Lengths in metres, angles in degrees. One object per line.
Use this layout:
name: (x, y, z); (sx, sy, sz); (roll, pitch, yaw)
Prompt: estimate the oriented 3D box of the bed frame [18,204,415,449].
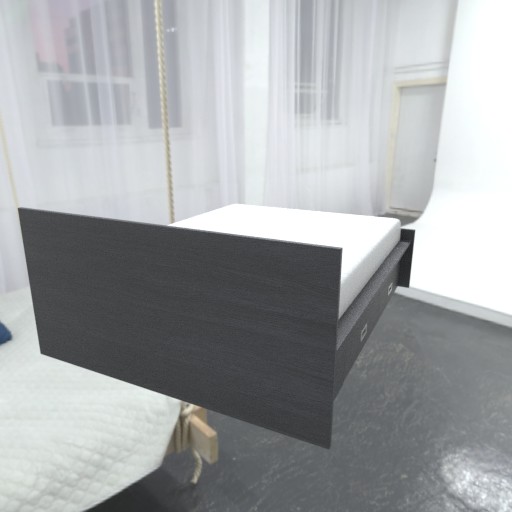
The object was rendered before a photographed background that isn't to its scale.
bed frame: (0.000, 0.000, 2.769); (1.622, 0.800, 1.960); (8, 19, 26)
